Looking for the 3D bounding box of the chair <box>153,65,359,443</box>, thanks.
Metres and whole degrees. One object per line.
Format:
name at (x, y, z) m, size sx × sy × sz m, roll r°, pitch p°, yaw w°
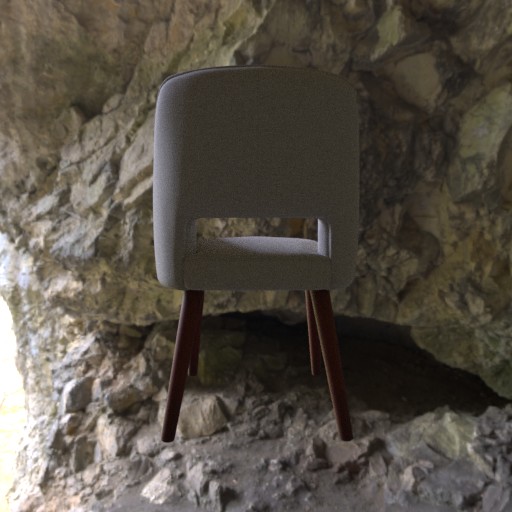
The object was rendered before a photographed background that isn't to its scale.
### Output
chair at (0.000, 0.000, 1.231) m, size 0.560 × 0.840 × 0.580 m, roll 0°, pitch 2°, yaw -1°
